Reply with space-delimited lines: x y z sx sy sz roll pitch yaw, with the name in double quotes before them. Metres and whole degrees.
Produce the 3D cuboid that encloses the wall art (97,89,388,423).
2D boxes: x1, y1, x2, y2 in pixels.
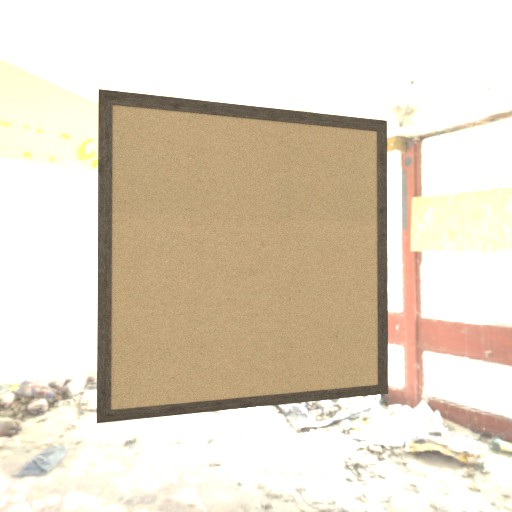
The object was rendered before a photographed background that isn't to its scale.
"wall art" 0.000 0.000 0.679 0.457 0.457 0.013 0 -1 -17
